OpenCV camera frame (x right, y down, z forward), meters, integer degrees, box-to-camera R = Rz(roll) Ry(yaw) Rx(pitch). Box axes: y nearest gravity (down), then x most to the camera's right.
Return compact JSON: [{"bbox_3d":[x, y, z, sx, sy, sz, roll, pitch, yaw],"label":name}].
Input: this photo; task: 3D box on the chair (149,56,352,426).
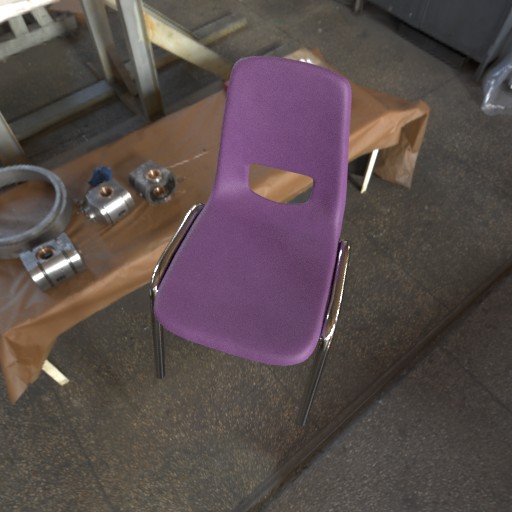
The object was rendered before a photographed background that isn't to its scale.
[{"bbox_3d":[0.000,0.000,0.845,0.356,0.584,0.419,15,59,9],"label":"chair"}]
